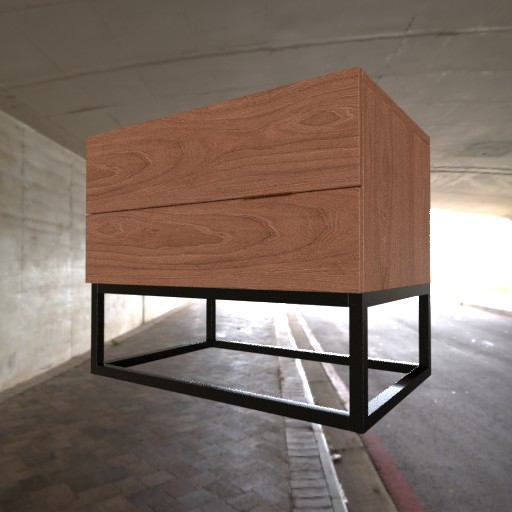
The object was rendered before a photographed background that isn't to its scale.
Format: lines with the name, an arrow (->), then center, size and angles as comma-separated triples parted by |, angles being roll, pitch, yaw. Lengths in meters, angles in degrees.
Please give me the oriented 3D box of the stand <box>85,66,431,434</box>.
stand -> 0.000, 0.000, 0.922 | 0.600, 0.500, 0.420 | -1, -1, 34
